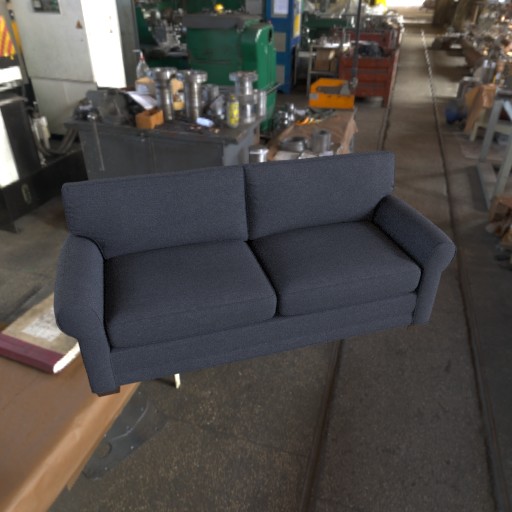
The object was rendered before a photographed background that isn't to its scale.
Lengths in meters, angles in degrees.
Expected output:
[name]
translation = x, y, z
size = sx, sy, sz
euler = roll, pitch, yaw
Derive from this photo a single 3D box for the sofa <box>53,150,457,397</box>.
[sofa]
translation = 0.000, 0.000, 2.888
size = 2.391, 1.026, 0.954
euler = -9, 33, -14
